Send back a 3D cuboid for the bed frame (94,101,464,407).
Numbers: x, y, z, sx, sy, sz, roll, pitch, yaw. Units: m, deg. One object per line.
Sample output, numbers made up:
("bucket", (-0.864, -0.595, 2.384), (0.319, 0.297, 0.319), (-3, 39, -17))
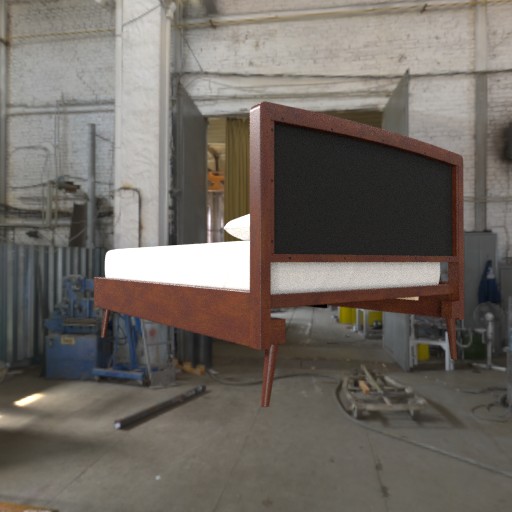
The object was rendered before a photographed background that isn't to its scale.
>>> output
("bed frame", (0.000, 0.000, 3.131), (1.587, 1.279, 2.171), (1, -1, -37))
